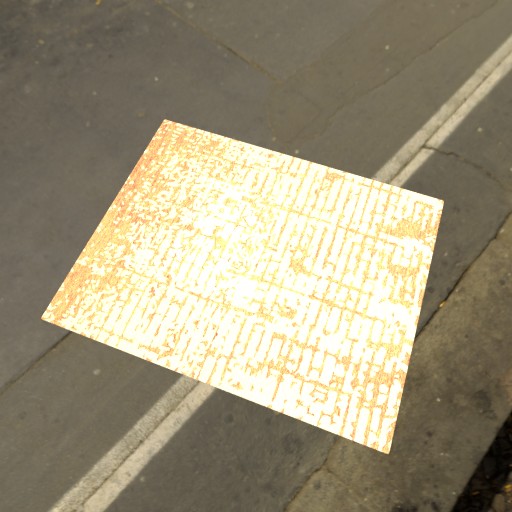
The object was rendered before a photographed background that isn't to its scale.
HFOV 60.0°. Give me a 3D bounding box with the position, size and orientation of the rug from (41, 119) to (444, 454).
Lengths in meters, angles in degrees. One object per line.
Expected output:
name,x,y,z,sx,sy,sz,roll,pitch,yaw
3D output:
rug,0.000,0.000,4.098,3.050,0.011,2.441,18,65,9
